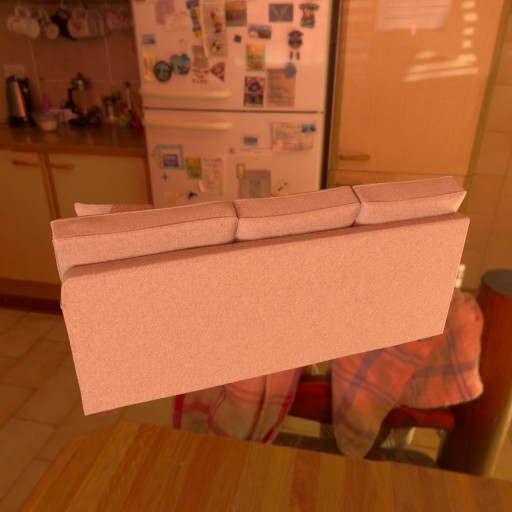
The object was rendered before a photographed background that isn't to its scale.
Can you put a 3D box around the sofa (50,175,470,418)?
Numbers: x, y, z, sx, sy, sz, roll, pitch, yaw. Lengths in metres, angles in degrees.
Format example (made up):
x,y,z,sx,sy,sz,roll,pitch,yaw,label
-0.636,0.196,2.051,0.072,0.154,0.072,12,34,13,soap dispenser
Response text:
x,y,z,sx,sy,sz,roll,pitch,yaw,label
0.000,0.000,2.503,1.963,0.946,1.034,-8,27,-16,sofa
